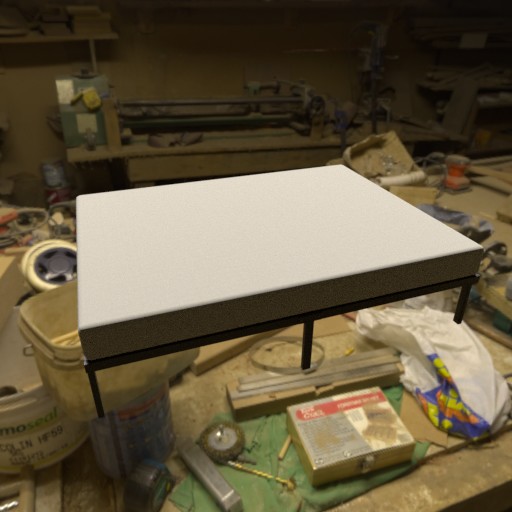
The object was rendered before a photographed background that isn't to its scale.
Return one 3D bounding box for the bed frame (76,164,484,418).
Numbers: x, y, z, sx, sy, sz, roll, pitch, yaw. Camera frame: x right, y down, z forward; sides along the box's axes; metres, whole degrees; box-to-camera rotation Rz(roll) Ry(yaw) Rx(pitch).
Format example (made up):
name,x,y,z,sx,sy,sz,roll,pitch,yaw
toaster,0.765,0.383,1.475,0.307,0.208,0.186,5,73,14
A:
name,x,y,z,sx,sy,sz,roll,pitch,yaw
bed frame,0.000,0.000,3.575,2.635,0.680,1.990,-10,31,-17
